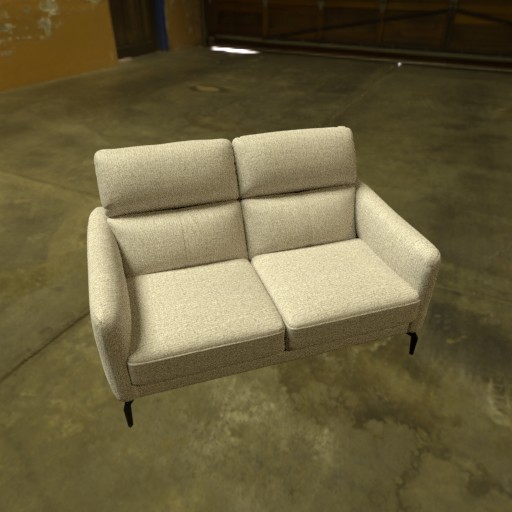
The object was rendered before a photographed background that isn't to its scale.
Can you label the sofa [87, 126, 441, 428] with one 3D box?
[{"bbox_3d":[0.000,0.000,2.160,1.540,0.950,0.905,-10,34,-15],"label":"sofa"}]
